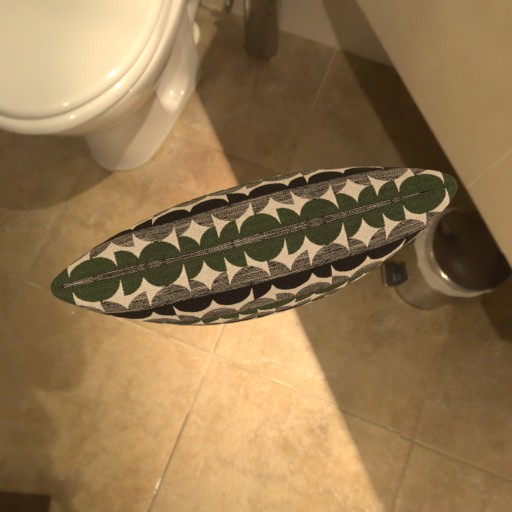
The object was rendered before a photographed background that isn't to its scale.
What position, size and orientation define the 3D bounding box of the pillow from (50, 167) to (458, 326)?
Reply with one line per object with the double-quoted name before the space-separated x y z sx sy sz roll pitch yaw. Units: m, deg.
"pillow" 0.000 0.000 0.628 0.419 0.404 0.180 -15 77 -4
